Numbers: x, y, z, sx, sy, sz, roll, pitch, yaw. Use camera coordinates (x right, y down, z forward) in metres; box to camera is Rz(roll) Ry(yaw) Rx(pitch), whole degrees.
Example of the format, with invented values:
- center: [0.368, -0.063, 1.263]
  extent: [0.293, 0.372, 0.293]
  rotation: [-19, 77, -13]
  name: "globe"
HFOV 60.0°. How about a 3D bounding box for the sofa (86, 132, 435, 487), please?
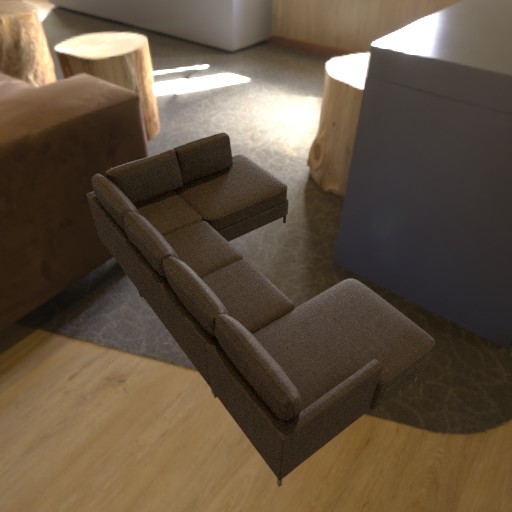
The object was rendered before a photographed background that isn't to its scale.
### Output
- center: [0.000, 0.000, 4.310]
  extent: [2.048, 0.999, 3.423]
  rotation: [-26, 48, -26]
  name: "sofa"
